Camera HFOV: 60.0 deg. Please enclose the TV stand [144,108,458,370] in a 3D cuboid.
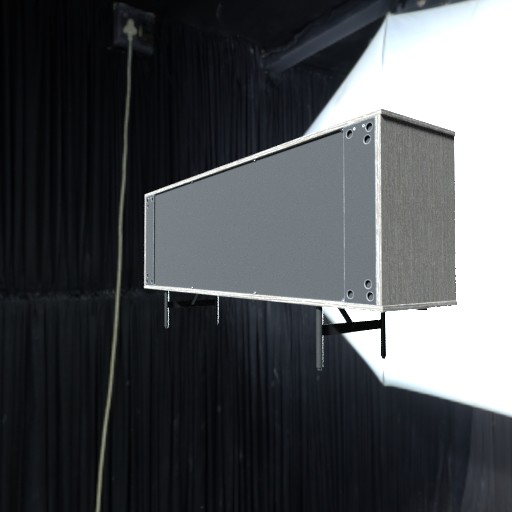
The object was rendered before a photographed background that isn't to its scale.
[{"bbox_3d":[0.000,0.000,2.087,0.405,0.787,1.804,1,-2,-35],"label":"TV stand"}]
